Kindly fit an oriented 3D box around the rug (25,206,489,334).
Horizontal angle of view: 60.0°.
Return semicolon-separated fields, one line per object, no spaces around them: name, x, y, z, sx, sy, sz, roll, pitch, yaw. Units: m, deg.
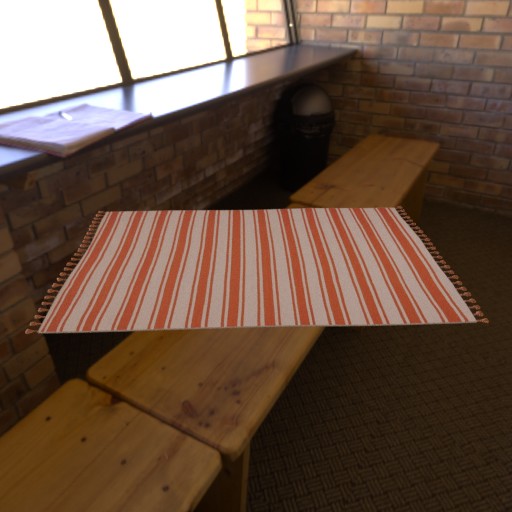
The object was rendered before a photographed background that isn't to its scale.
rug;0.000;0.000;2.495;2.092;0.017;1.232;-1;31;-2
